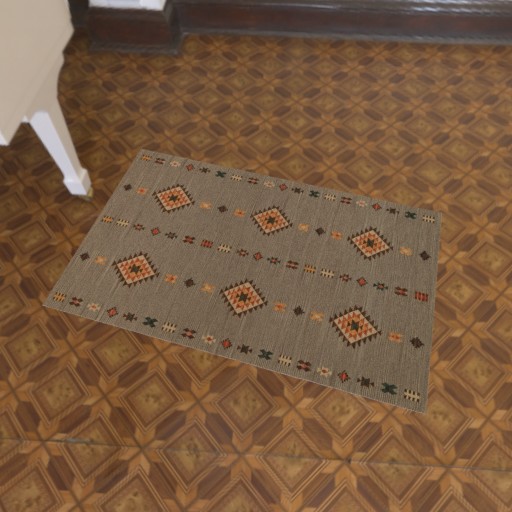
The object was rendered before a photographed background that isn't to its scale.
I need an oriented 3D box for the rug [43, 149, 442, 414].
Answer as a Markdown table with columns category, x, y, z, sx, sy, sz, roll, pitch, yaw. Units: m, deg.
| category | x | y | z | sx | sy | sz | roll | pitch | yaw |
| --- | --- | --- | --- | --- | --- | --- | --- | --- | --- |
| rug | 0.000 | 0.000 | 3.074 | 2.427 | 0.007 | 1.515 | 14 | 57 | 9 |
